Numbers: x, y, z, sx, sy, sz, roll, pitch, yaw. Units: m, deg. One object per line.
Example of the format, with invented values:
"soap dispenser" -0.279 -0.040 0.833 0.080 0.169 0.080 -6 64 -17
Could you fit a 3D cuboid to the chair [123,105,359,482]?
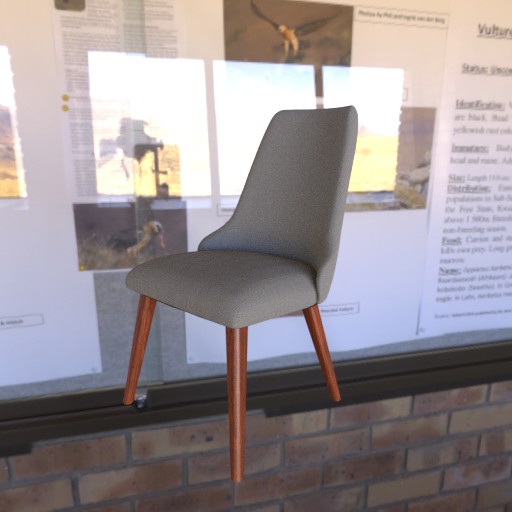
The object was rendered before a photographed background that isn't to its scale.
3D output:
"chair" 0.000 0.000 1.381 0.535 0.918 0.707 13 19 42
